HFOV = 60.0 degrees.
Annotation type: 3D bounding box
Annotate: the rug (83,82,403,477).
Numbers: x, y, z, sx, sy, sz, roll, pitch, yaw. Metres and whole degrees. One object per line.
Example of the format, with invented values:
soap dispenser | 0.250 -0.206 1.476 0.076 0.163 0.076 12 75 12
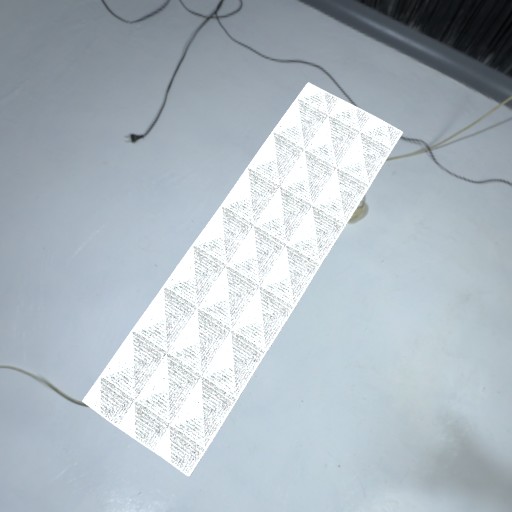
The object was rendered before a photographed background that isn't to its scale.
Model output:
rug | 0.000 0.000 2.382 0.645 0.015 2.182 32 77 8
